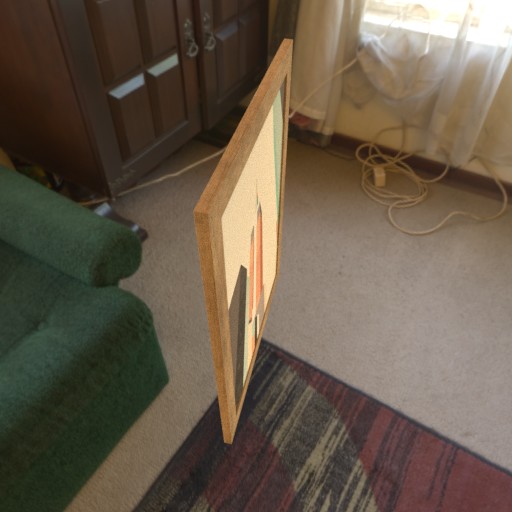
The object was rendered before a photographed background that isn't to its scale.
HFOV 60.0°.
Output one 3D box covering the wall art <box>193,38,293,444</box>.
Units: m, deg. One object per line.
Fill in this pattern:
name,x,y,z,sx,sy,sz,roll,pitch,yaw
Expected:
wall art,0.000,0.000,0.935,0.018,0.686,0.534,10,47,10
